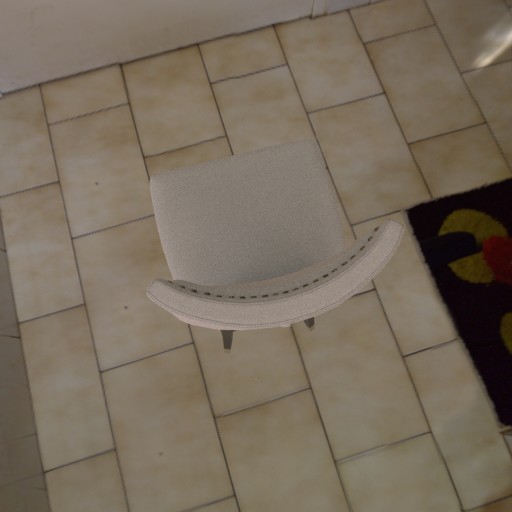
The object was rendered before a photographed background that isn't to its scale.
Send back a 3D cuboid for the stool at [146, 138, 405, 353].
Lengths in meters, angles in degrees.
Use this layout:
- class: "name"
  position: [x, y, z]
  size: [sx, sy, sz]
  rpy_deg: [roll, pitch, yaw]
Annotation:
- class: "stool"
  position: [0.000, 0.000, 1.390]
  size: [0.526, 1.092, 0.563]
  rpy_deg: [-14, 75, -4]
